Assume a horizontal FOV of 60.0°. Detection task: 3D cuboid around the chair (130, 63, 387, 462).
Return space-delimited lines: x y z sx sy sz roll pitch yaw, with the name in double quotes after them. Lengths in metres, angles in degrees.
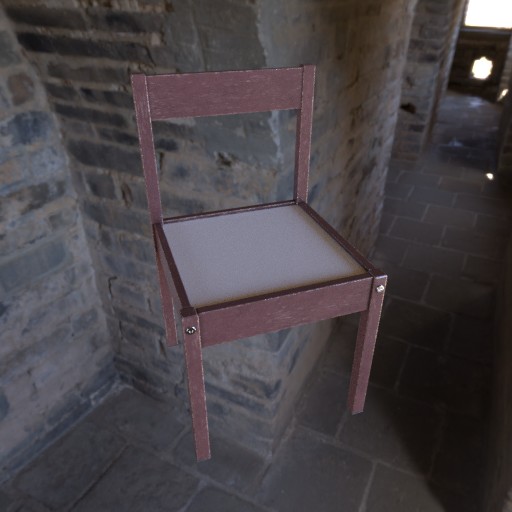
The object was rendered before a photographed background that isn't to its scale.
0.000 0.000 0.688 0.285 0.505 0.285 -10 33 -16 "chair"
